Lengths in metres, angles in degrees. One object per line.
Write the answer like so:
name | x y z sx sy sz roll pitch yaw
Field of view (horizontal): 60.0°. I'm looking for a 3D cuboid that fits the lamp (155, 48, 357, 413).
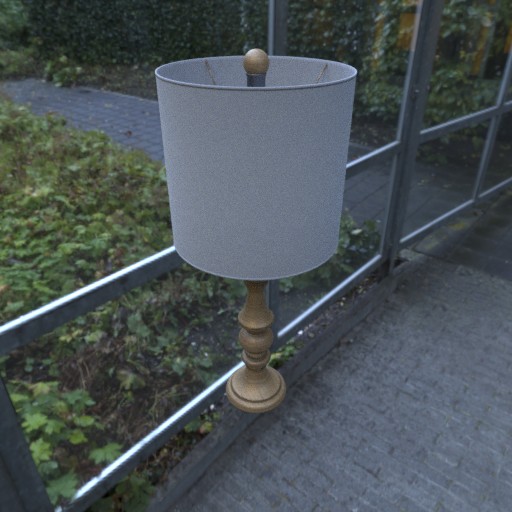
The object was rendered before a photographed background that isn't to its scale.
lamp | 0.000 0.000 0.701 0.250 0.597 0.250 -21 37 -30
